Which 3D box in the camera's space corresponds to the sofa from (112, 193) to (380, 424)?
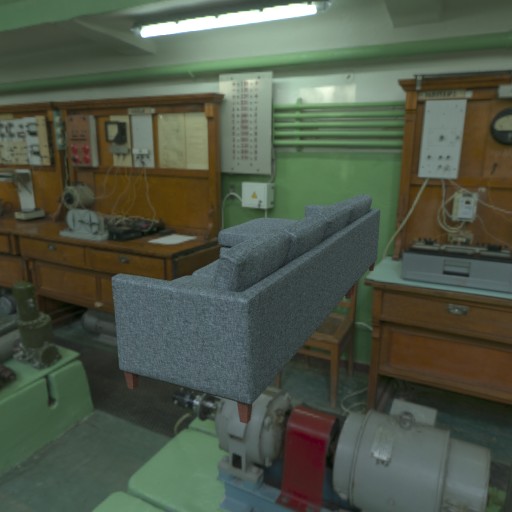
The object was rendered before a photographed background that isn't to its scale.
[{"bbox_3d":[0.000,0.000,4.130,1.635,0.960,3.485,7,16,25],"label":"sofa"}]
